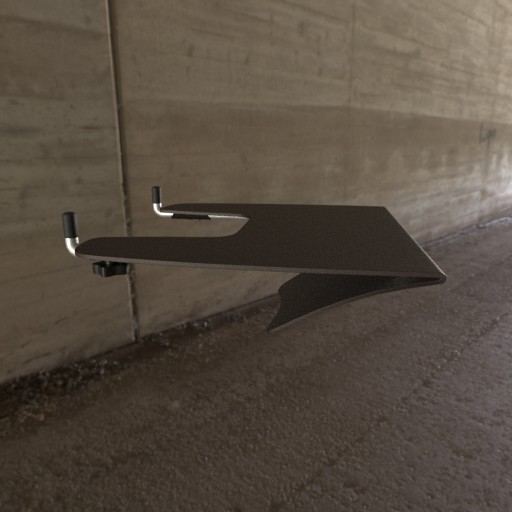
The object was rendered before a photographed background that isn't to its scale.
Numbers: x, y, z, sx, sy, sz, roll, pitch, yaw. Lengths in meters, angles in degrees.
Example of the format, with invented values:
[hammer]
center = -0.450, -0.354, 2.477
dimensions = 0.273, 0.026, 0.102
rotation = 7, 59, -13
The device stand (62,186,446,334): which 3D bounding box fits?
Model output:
[device stand]
center = 0.000, 0.000, 0.357
dimensions = 0.230, 0.092, 0.230
rotation = 2, 15, 8
